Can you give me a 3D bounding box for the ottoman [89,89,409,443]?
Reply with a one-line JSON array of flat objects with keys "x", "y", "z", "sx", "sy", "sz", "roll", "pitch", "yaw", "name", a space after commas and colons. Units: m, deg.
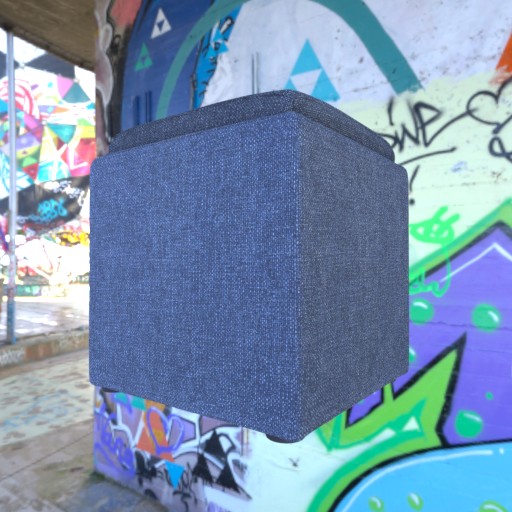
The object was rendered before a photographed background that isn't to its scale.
[{"x": 0.000, "y": 0.000, "z": 0.855, "sx": 0.454, "sy": 0.493, "sz": 0.436, "roll": 0, "pitch": -1, "yaw": 37, "name": "ottoman"}]
